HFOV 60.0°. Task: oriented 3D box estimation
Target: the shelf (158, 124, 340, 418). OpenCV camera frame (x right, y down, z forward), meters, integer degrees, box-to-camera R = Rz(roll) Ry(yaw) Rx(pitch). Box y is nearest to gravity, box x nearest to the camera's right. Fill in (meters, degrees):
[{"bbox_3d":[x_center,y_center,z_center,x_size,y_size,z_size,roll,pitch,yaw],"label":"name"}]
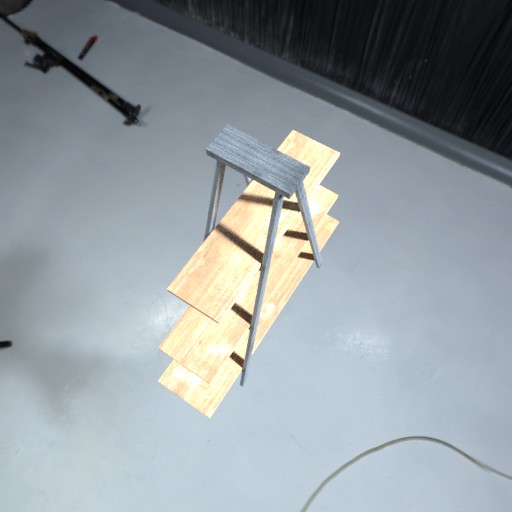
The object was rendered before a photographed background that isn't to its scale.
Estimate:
[{"bbox_3d":[0.000,0.000,2.634,0.508,1.808,1.746,31,68,14],"label":"shelf"}]
